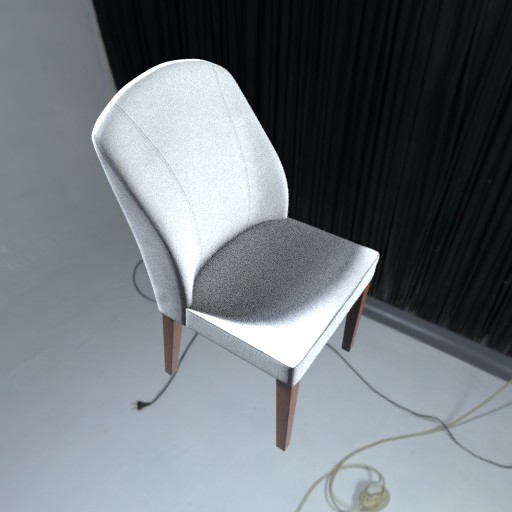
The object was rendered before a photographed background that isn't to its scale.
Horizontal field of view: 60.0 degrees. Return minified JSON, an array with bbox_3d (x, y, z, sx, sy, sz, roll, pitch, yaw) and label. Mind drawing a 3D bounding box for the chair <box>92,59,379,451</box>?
[{"bbox_3d":[0.000,0.000,1.186,0.540,0.893,0.472,24,46,25],"label":"chair"}]
